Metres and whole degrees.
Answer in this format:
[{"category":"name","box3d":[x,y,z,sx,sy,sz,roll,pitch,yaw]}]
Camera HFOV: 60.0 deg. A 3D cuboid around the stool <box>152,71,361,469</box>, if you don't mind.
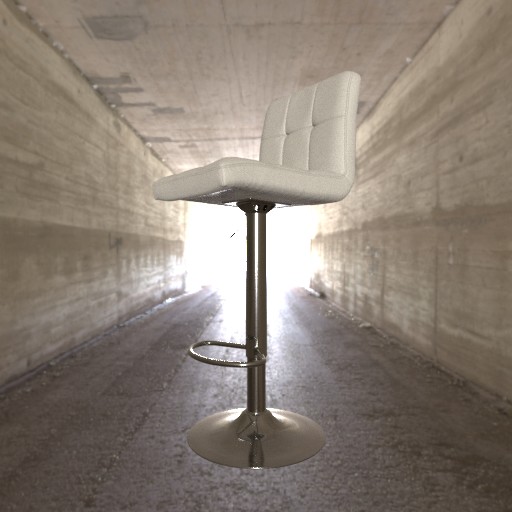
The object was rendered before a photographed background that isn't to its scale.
[{"category":"stool","box3d":[0.000,0.000,1.358,0.505,1.115,0.430,-1,2,-36]}]
